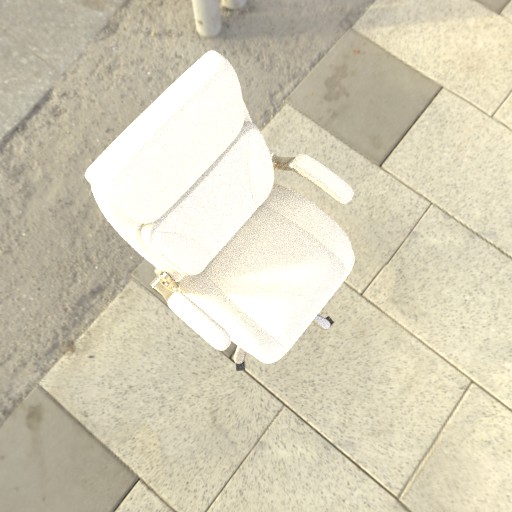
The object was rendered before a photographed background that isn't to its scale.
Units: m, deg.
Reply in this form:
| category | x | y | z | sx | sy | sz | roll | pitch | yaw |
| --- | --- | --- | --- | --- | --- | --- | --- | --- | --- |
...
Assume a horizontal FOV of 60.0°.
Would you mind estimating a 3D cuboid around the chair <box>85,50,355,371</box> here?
| category | x | y | z | sx | sy | sz | roll | pitch | yaw |
| --- | --- | --- | --- | --- | --- | --- | --- | --- | --- |
| chair | 0.000 | 0.000 | 1.612 | 0.794 | 1.110 | 0.740 | 35 | 77 | 9 |
